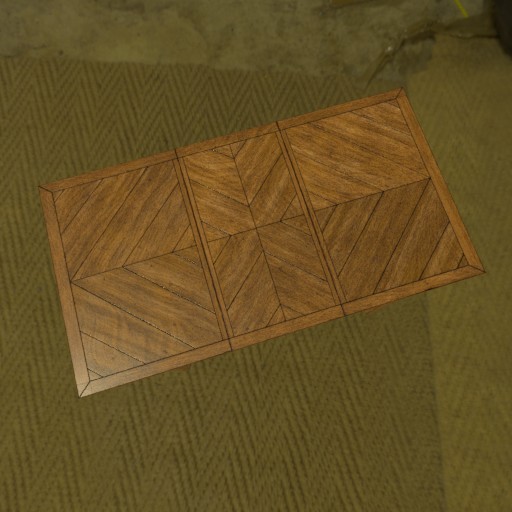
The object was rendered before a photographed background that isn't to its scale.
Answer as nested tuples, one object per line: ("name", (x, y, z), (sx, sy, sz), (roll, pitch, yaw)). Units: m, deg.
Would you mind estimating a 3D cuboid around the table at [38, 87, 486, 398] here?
("table", (0.000, 0.000, 1.909), (1.400, 0.760, 0.757), (-16, 76, -4))
